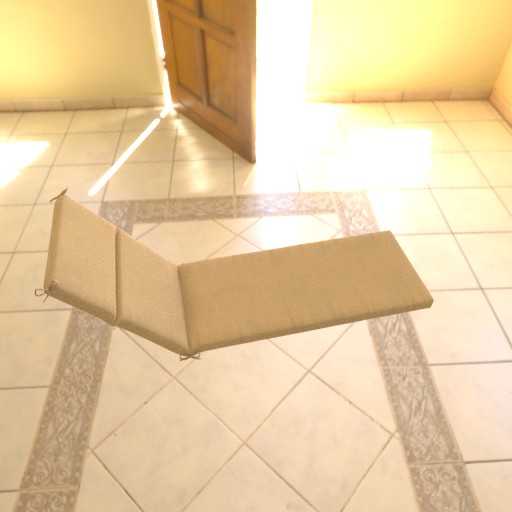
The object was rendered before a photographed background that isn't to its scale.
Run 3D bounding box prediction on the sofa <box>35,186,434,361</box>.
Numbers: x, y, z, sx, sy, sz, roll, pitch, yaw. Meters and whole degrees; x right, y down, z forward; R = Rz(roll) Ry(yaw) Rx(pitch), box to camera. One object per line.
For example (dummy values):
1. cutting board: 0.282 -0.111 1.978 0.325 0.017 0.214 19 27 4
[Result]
1. sofa: 0.000 0.000 2.006 1.663 0.622 0.582 -9 47 -9
